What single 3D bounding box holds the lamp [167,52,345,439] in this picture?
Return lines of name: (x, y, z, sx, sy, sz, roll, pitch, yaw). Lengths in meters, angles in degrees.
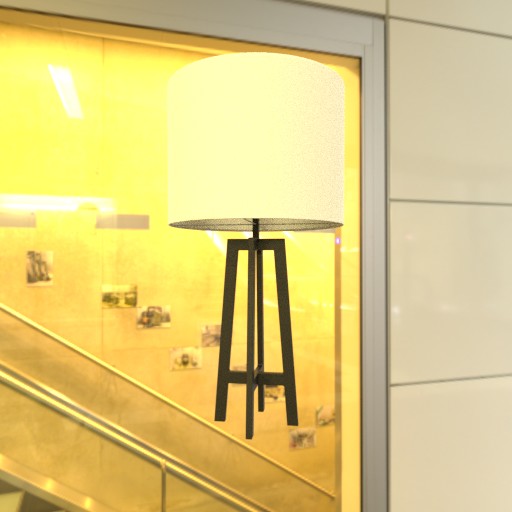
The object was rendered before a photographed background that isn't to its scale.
lamp: (0.000, 0.000, 0.653, 0.257, 0.489, 0.257, 0, -1, -36)
